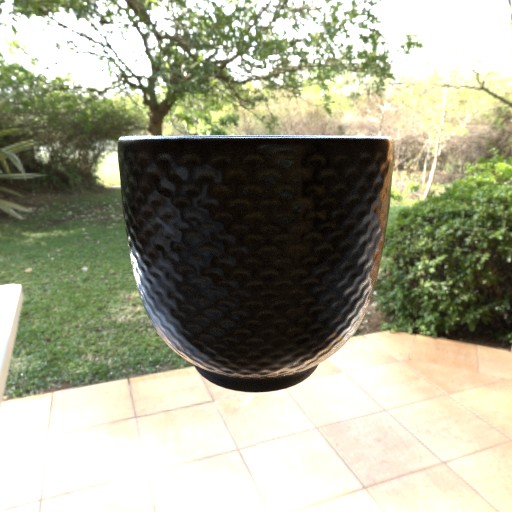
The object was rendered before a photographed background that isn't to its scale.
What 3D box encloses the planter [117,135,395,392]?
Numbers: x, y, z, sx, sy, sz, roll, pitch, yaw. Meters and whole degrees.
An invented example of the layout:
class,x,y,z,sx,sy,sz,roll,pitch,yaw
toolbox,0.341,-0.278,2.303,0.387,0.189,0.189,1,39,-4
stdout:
class,x,y,z,sx,sy,sz,roll,pitch,yaw
planter,0.000,0.000,0.306,0.172,0.160,0.172,0,15,0
